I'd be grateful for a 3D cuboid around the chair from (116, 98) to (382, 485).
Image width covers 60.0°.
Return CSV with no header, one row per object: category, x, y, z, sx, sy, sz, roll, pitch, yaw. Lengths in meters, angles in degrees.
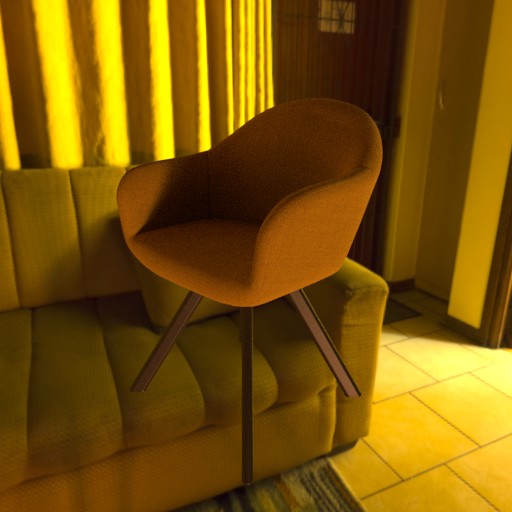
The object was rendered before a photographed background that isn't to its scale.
chair,0.000,0.000,1.172,0.590,0.795,0.550,17,25,42
